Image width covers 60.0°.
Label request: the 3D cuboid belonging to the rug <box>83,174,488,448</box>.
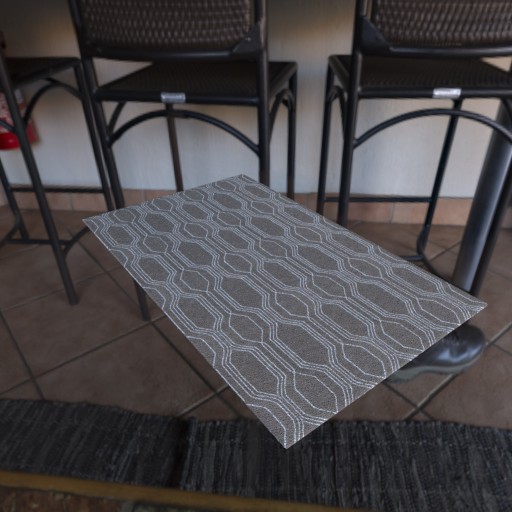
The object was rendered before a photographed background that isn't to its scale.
[{"bbox_3d":[0.000,0.000,3.016,1.541,0.012,2.457,-22,39,-30],"label":"rug"}]
